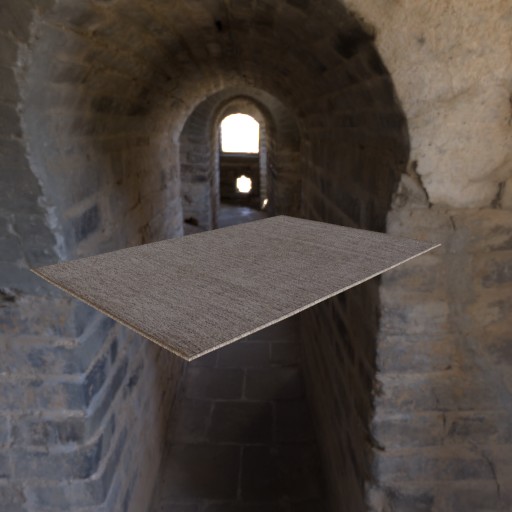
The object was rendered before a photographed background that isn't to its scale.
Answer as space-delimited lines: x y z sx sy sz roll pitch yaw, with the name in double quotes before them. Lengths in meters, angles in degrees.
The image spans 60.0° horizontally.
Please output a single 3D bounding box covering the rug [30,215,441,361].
"rug" 0.000 0.000 2.323 1.211 0.018 1.822 15 22 42
